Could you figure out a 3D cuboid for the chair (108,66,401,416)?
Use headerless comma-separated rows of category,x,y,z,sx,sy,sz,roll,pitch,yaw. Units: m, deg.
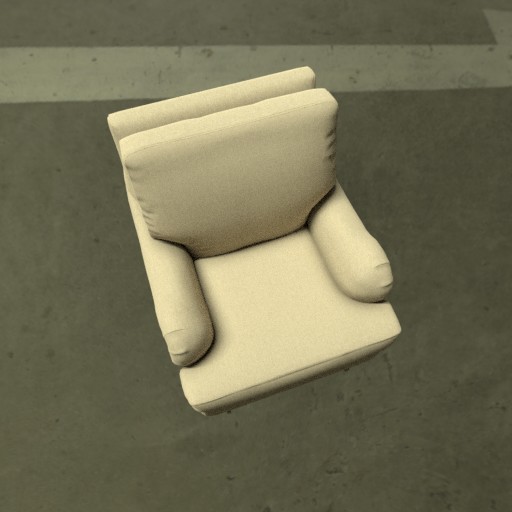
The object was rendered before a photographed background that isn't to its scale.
chair,0.000,0.000,1.891,0.895,1.076,1.078,-17,64,-9
